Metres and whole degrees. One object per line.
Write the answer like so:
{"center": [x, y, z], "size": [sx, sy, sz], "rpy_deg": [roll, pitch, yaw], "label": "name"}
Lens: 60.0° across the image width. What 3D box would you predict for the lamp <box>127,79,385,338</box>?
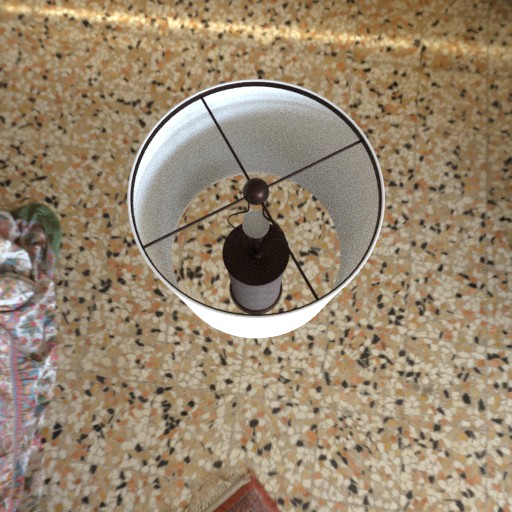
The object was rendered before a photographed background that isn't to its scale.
{"center": [0.000, 0.000, 0.809], "size": [0.301, 0.630, 0.301], "rpy_deg": [17, 76, 4], "label": "lamp"}
